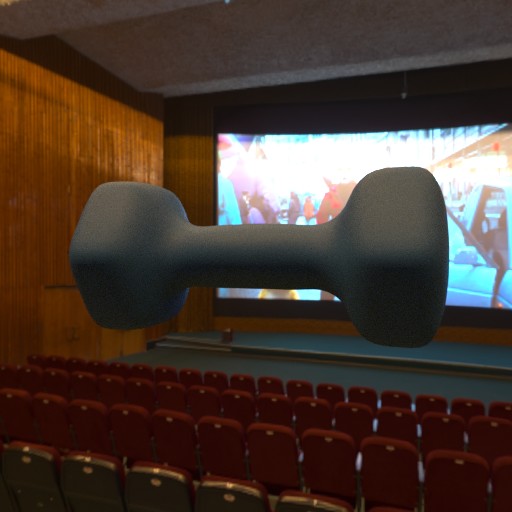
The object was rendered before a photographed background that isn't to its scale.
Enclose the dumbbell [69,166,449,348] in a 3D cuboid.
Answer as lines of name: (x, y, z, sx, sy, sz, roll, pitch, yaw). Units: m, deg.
dumbbell: (0.000, 0.000, 0.266, 0.212, 0.093, 0.103, 0, 1, 18)
